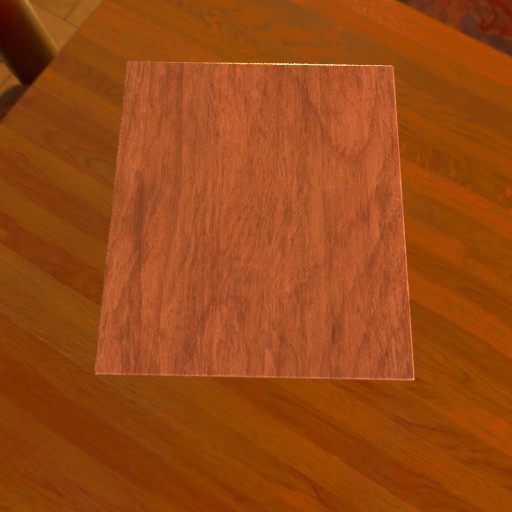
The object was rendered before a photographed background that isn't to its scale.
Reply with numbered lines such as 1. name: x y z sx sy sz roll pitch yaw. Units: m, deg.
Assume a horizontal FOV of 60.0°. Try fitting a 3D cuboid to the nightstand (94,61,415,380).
1. nightstand: 0.000 0.000 0.881 0.406 0.559 0.457 1 76 0
